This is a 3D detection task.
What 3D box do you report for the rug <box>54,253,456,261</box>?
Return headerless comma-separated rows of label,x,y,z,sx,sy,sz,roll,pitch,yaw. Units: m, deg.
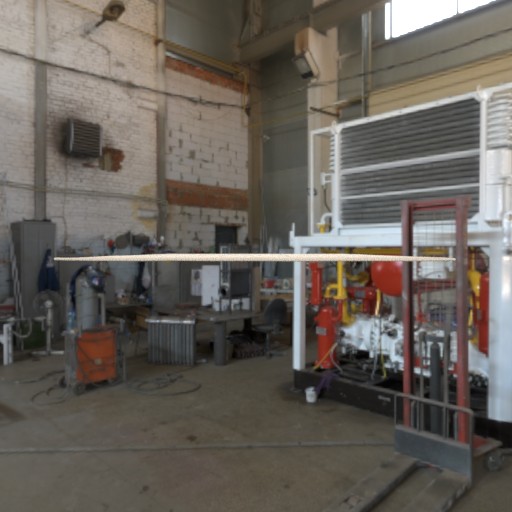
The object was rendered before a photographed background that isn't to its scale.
rug,0.000,0.000,4.342,2.436,0.026,3.381,0,1,0
